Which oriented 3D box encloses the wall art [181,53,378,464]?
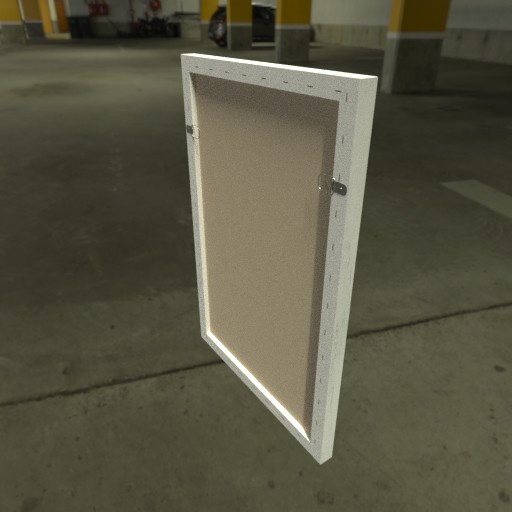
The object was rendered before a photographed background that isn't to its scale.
[{"bbox_3d":[0.000,0.000,1.140,0.043,0.914,0.624,-18,33,-30],"label":"wall art"}]
